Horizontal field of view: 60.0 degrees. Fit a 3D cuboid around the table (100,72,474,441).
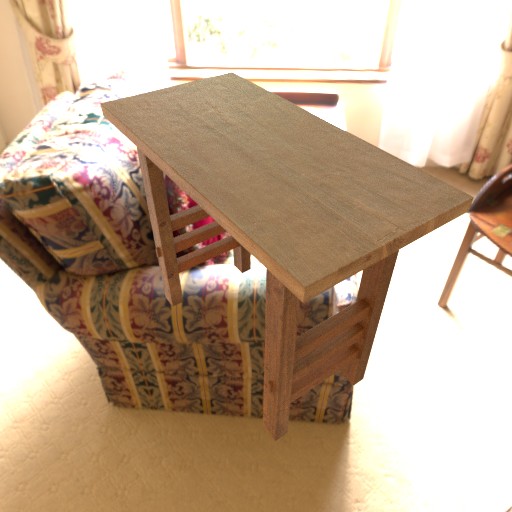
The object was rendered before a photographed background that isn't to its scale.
[{"bbox_3d":[0.000,0.000,1.640,0.556,0.914,1.119,-25,47,-26],"label":"table"}]
